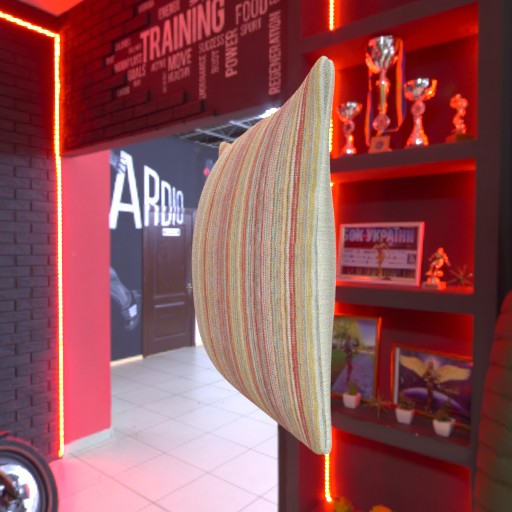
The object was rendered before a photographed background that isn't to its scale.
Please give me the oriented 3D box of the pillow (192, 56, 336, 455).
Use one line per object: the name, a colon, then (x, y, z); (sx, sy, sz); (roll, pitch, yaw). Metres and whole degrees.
pillow: (0.000, 0.000, 0.689); (0.191, 0.449, 0.451); (0, 1, -19)
